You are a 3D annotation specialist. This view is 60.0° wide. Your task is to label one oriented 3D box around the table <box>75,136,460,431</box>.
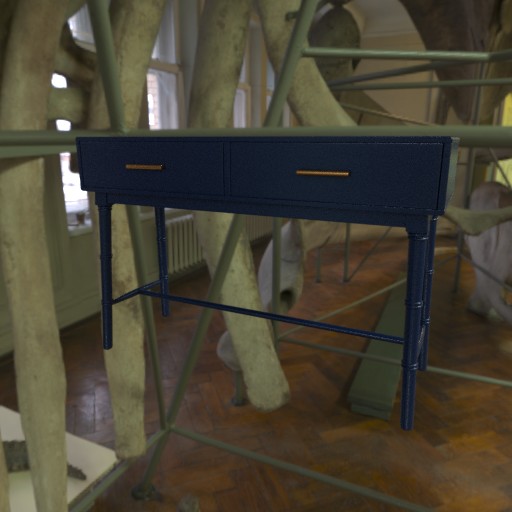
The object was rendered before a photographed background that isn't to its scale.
[{"bbox_3d":[0.000,0.000,1.440,1.118,0.749,0.399,7,17,25],"label":"table"}]
